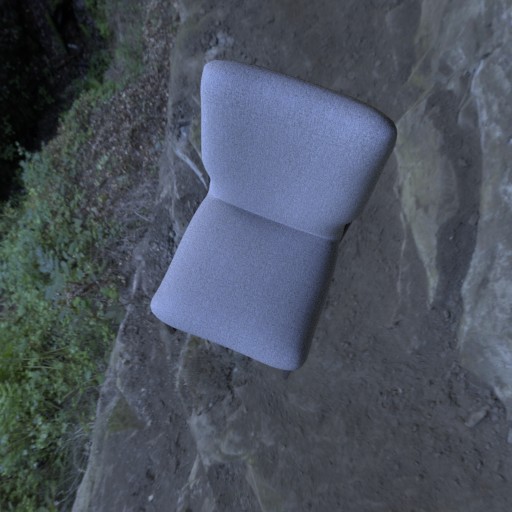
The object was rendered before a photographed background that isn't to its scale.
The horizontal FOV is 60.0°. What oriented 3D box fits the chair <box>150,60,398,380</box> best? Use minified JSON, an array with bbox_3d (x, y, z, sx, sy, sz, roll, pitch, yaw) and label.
[{"bbox_3d":[0.000,0.000,1.201,0.448,0.864,0.560,21,77,5],"label":"chair"}]
